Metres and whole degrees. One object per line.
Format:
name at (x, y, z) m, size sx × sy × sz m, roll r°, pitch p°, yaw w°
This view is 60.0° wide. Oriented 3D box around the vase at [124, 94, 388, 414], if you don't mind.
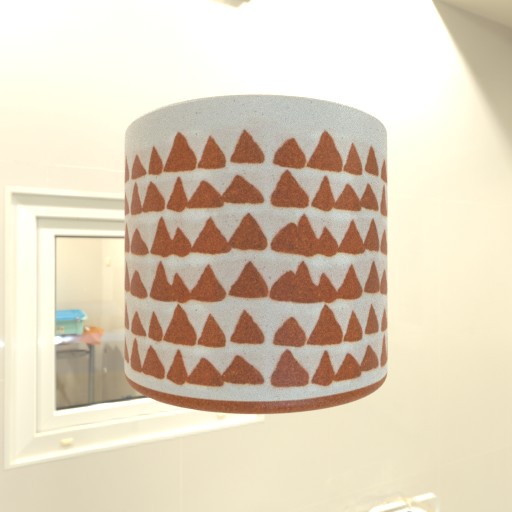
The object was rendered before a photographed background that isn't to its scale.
vase at (0.000, 0.000, 0.240) m, size 0.137 × 0.127 × 0.137 m, roll 0°, pitch 0°, yaw 0°
